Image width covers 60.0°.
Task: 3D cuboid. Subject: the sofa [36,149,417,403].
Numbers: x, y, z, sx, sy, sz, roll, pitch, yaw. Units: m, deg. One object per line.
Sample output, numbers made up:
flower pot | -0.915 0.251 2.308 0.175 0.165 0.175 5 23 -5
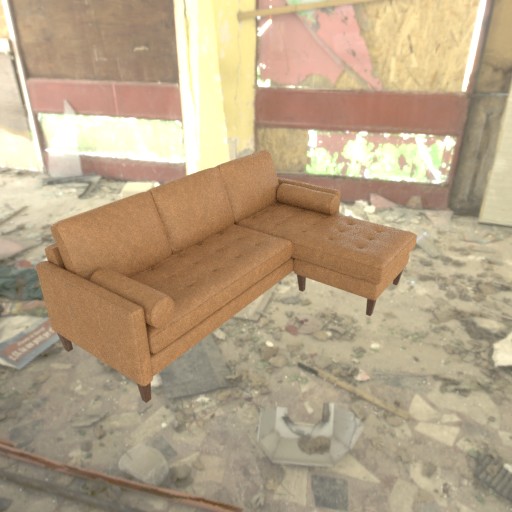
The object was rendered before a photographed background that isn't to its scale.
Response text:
sofa | 0.000 0.000 2.944 1.506 0.876 2.178 19 33 31
